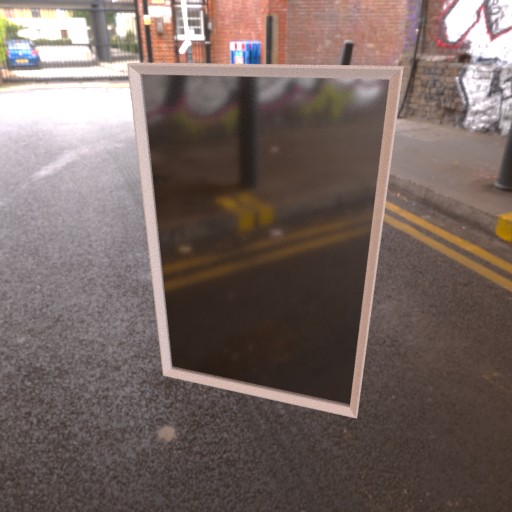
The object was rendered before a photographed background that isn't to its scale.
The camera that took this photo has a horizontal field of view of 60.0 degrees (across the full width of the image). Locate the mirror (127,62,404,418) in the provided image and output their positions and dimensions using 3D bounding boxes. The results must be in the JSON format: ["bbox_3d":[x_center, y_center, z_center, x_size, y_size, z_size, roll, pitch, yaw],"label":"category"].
[{"bbox_3d":[0.000,0.000,1.153,0.609,0.915,0.041,8,27,15],"label":"mirror"}]
